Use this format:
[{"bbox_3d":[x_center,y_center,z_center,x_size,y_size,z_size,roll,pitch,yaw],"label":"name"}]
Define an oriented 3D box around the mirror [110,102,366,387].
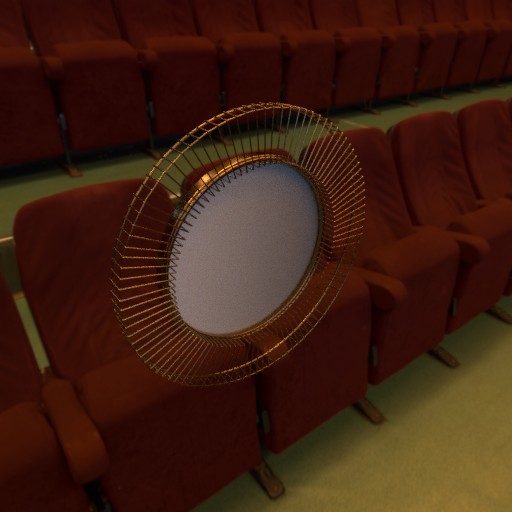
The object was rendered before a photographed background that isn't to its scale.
[{"bbox_3d":[0.000,0.000,1.067,0.703,0.703,0.067,-20,36,-31],"label":"mirror"}]
